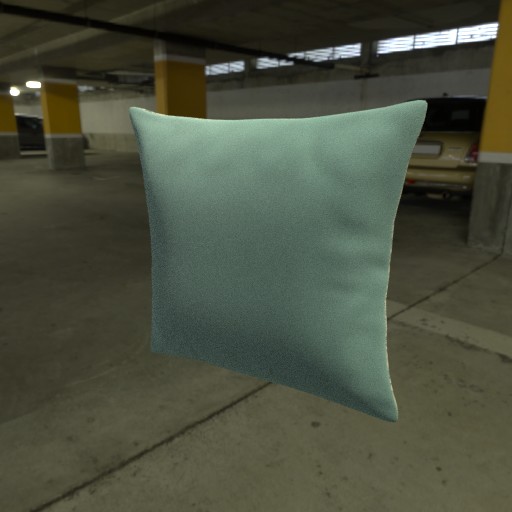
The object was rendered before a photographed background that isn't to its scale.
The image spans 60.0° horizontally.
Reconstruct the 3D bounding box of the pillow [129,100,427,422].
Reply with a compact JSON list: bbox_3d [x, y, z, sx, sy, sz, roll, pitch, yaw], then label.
[{"bbox_3d":[0.000,0.000,0.779,0.526,0.507,0.166,9,18,27],"label":"pillow"}]
